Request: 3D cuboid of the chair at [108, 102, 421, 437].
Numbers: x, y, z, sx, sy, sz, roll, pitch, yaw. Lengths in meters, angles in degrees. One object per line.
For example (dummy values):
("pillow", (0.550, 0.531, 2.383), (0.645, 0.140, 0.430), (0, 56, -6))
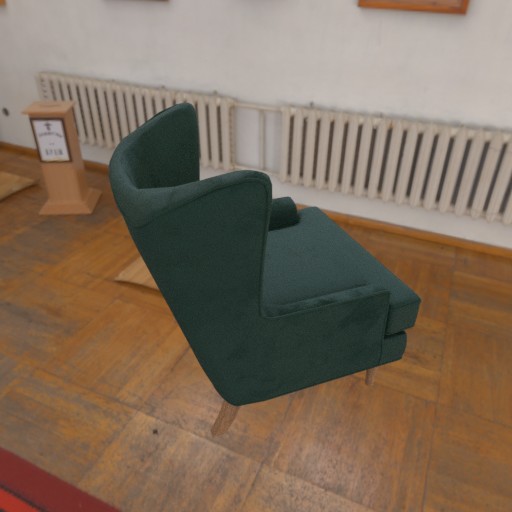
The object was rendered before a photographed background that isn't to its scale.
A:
("chair", (0.000, 0.000, 1.617), (0.910, 0.952, 0.793), (-11, 34, -17))
